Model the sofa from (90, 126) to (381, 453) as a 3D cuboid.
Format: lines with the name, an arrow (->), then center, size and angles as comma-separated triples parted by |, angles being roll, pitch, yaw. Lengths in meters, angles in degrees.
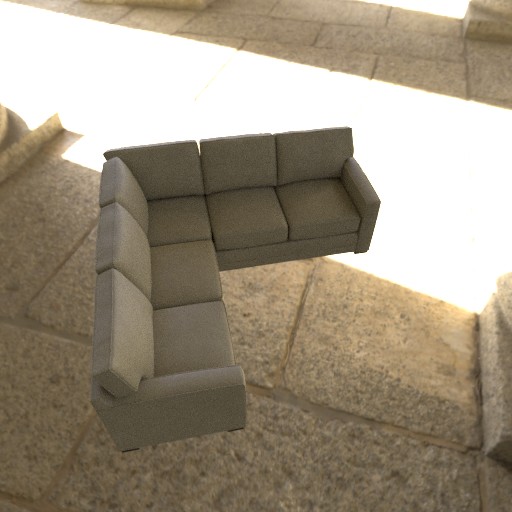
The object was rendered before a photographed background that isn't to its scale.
sofa -> 0.000, 0.000, 3.346 | 2.211, 0.936, 2.188 | -9, 46, -8
